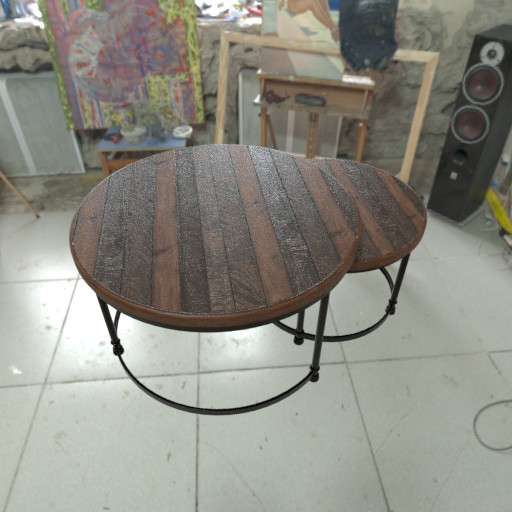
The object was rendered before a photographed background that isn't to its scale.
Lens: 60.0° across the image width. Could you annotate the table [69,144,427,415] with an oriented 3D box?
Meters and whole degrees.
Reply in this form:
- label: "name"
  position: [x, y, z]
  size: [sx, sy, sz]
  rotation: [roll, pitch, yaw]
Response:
- label: "table"
  position: [0.000, 0.000, 1.581]
  size: [1.152, 0.516, 0.870]
  rotation: [-24, 46, -25]
